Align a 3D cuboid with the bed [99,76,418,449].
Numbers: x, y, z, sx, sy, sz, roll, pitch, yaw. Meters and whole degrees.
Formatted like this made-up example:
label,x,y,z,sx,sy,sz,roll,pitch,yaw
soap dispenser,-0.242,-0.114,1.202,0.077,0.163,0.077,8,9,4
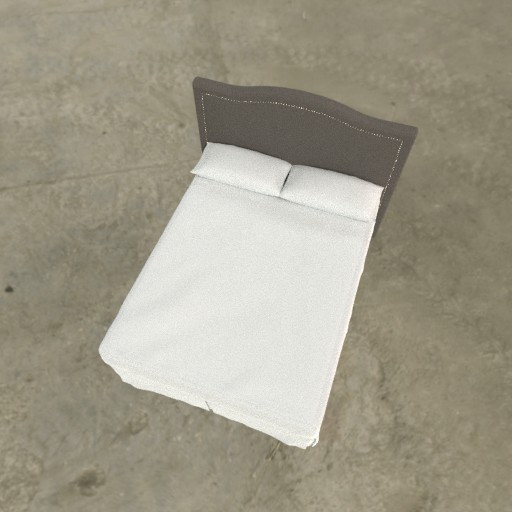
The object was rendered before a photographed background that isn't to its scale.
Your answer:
label,x,y,z,sx,sy,sz,roll,pitch,yaw
bed,0.000,0.000,3.188,1.666,1.387,2.036,17,60,10
